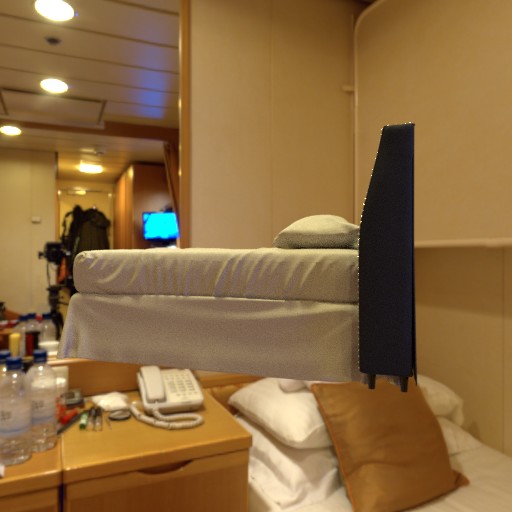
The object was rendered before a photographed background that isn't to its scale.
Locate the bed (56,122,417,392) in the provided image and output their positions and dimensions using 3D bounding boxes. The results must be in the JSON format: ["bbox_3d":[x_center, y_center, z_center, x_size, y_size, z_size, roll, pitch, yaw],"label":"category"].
[{"bbox_3d":[0.000,0.000,3.379,2.276,1.332,1.925,0,0,19],"label":"bed"}]
